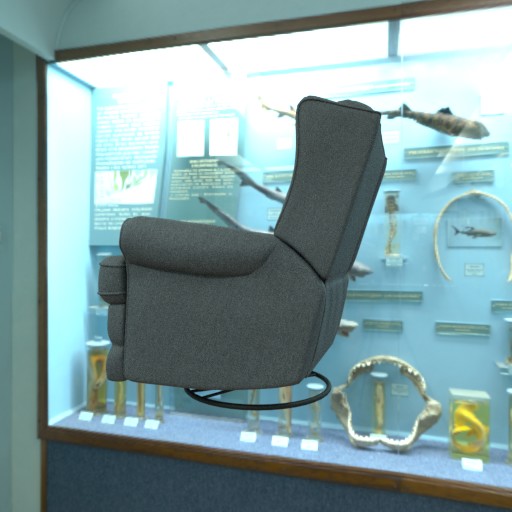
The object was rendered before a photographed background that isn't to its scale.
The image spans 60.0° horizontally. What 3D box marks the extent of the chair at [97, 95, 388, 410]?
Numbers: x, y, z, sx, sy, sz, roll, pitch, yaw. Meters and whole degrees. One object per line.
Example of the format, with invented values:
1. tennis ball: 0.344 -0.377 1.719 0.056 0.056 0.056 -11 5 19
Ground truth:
1. chair: 0.000 0.000 1.732 0.969 1.011 0.847 0 0 18
